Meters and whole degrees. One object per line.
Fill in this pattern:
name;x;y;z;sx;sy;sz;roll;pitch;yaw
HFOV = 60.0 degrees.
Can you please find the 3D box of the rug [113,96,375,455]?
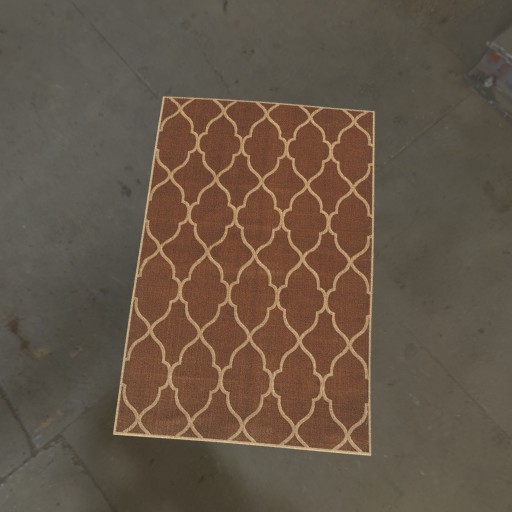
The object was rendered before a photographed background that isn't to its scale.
rug;0.000;0.000;2.883;1.526;0.014;2.290;4;75;1
